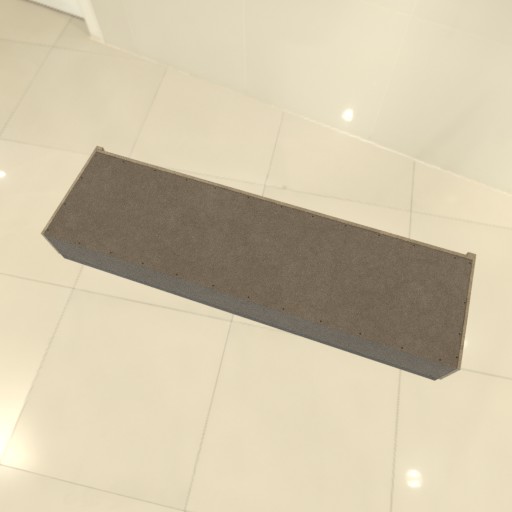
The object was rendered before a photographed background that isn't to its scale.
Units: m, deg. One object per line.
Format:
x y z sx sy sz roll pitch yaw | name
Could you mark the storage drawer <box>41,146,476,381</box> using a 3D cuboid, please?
0.000 0.000 2.311 2.072 0.274 0.591 17 65 8 | storage drawer
